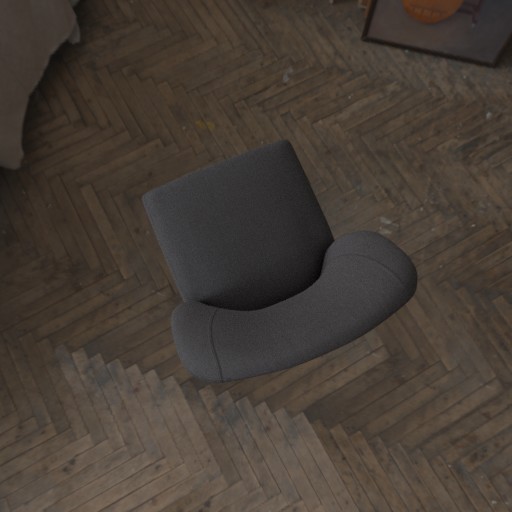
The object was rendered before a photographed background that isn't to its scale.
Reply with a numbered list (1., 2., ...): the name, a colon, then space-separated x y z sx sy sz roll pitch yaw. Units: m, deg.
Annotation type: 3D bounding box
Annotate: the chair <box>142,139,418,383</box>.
1. chair: 0.000 0.000 1.240 0.506 0.879 0.619 -23 76 -6
